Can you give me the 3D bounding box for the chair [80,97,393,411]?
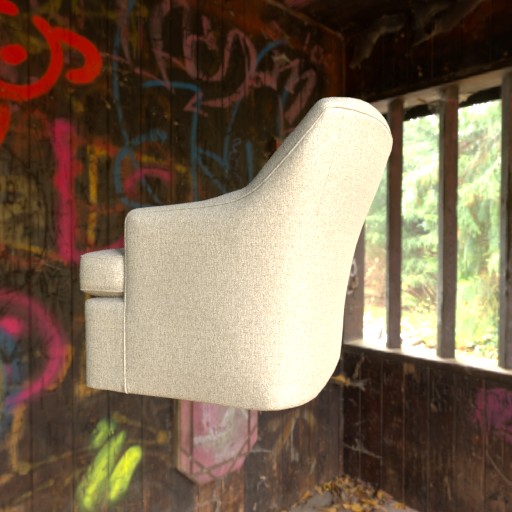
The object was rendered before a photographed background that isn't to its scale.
[{"bbox_3d":[0.000,0.000,1.571,0.923,0.856,0.864,0,1,18],"label":"chair"}]
